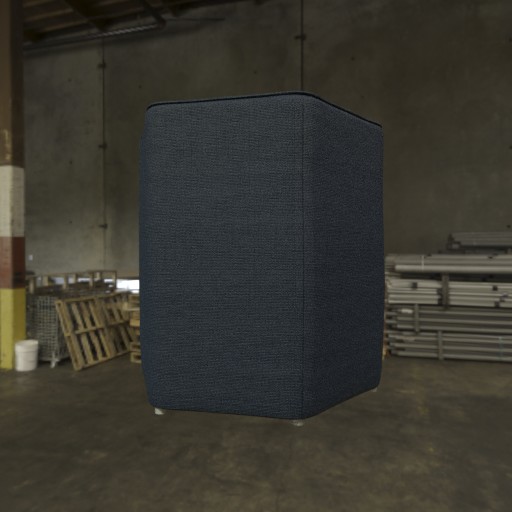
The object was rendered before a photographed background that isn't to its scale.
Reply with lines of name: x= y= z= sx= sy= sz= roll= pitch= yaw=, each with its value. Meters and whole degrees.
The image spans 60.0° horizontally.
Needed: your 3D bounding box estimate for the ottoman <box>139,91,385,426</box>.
ottoman: x=0.000 y=0.000 z=0.880 sx=0.492 sy=0.505 sz=0.454 roll=0 pitch=0 yaw=17
